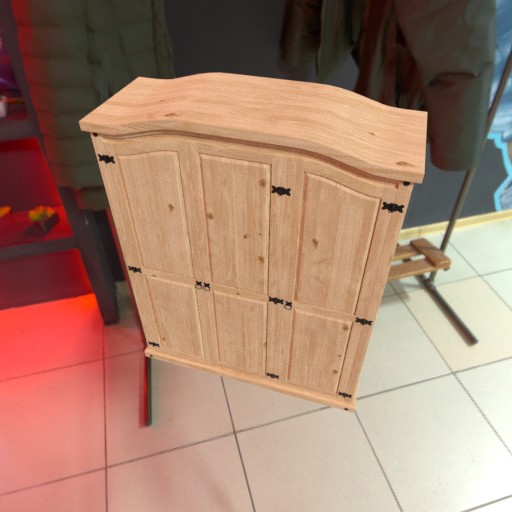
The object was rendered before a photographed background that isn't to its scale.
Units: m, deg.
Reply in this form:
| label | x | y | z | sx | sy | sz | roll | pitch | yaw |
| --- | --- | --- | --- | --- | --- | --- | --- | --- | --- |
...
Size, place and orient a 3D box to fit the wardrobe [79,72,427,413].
| label | x | y | z | sx | sy | sz | roll | pitch | yaw |
| --- | --- | --- | --- | --- | --- | --- | --- | --- | --- |
| wardrobe | 0.000 | 0.000 | 2.611 | 1.500 | 1.870 | 0.570 | 12 | 44 | 13 |
